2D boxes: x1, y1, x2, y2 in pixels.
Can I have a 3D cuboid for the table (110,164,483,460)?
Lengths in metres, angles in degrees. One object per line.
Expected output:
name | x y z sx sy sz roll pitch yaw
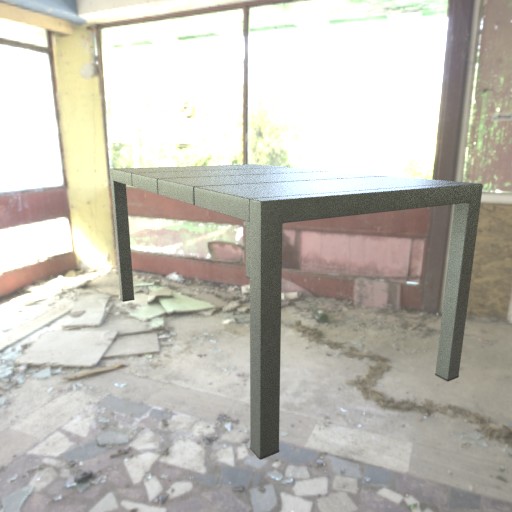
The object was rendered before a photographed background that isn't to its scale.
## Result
table | 0.000 0.000 1.267 0.559 0.460 0.965 -9 17 -30
